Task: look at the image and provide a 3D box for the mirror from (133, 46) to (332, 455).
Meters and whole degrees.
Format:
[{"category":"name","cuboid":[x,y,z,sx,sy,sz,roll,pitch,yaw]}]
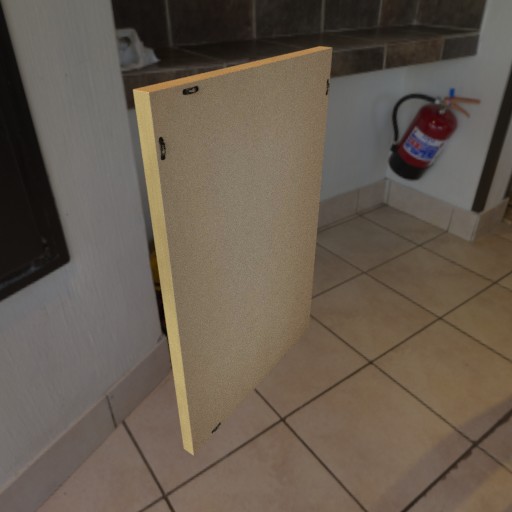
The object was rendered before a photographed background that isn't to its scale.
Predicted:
[{"category":"mirror","cuboid":[0.000,0.000,1.136,0.040,0.915,0.609,21,38,29]}]
